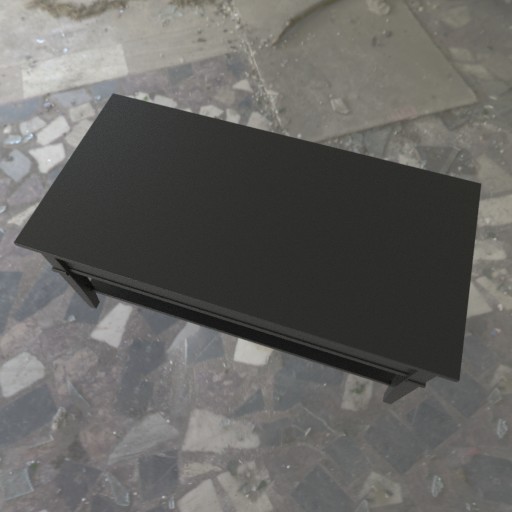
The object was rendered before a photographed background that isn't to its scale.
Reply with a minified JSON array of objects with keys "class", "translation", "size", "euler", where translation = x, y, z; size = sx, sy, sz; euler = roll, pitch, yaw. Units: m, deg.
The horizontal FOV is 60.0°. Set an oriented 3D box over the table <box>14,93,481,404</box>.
[{"class":"table","translation":[0.000,0.000,1.301],"size":[1.044,0.470,0.523],"euler":[16,64,8]}]
